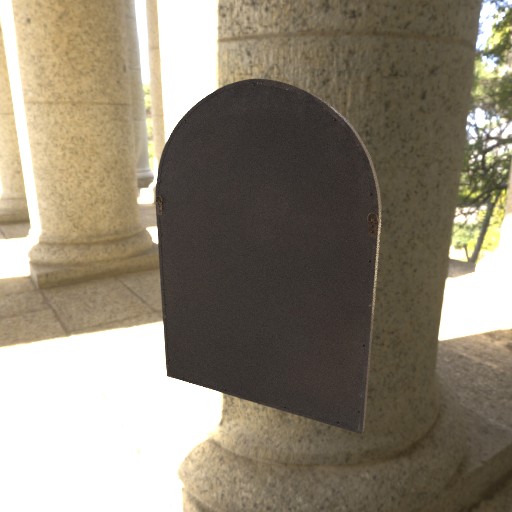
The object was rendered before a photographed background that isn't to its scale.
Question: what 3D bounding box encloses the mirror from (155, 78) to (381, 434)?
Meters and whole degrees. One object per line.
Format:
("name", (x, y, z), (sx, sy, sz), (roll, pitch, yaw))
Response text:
("mirror", (0.000, 0.000, 1.234), (0.660, 0.920, 0.032), (8, 18, 25))
